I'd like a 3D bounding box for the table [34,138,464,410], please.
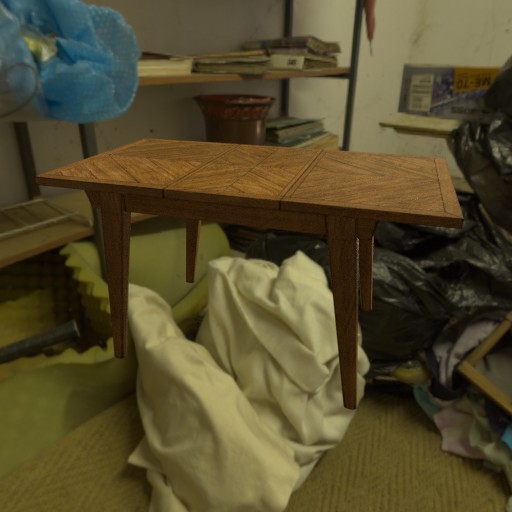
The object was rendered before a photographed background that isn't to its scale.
[{"bbox_3d":[0.000,0.000,1.858,1.400,0.760,0.757,8,26,16],"label":"table"}]
